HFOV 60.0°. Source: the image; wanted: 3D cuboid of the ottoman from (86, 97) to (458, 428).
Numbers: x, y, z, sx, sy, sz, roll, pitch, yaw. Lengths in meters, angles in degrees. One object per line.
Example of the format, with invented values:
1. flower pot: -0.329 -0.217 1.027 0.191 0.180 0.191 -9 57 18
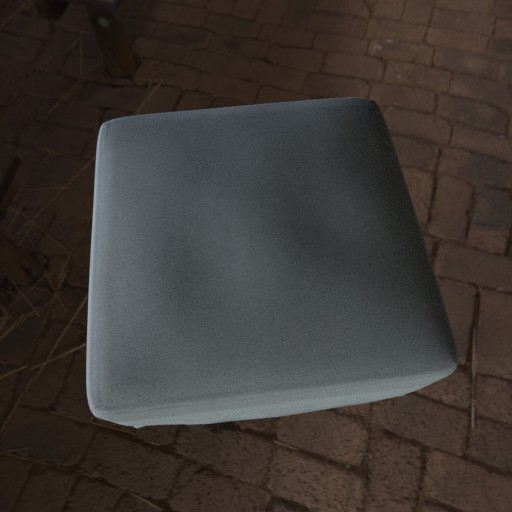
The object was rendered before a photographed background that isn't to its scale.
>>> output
1. ottoman: 0.000 0.000 1.277 0.843 0.441 0.842 -6 64 -3
